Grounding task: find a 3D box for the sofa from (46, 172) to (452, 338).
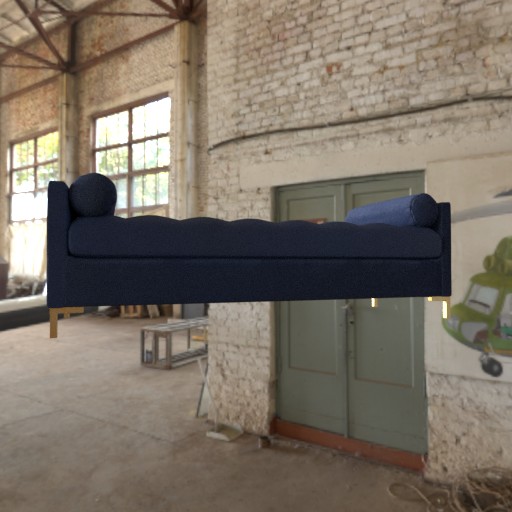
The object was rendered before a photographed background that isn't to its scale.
[{"bbox_3d":[0.000,0.000,2.514,2.102,0.705,0.796,0,-1,-19],"label":"sofa"}]
